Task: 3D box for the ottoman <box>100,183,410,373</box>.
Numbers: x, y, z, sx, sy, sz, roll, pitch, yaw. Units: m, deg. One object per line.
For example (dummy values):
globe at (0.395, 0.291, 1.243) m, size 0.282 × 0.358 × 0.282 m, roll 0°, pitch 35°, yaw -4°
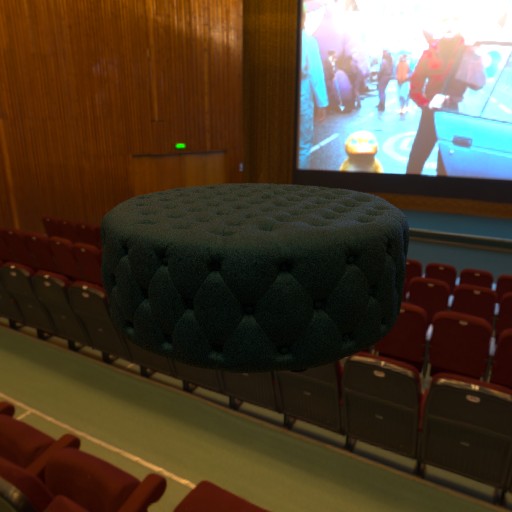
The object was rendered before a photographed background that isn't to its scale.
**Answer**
ottoman at (0.000, 0.000, 1.530) m, size 0.998 × 0.398 × 0.998 m, roll 0°, pitch 17°, yaw 0°
